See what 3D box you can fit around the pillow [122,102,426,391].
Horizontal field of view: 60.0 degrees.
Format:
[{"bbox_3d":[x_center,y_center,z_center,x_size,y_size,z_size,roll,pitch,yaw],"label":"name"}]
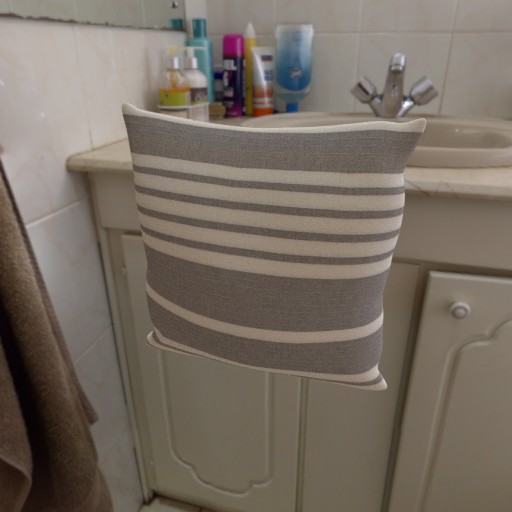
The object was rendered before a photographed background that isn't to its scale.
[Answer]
[{"bbox_3d":[0.000,0.000,0.686,0.439,0.440,0.182,8,25,16],"label":"pillow"}]
